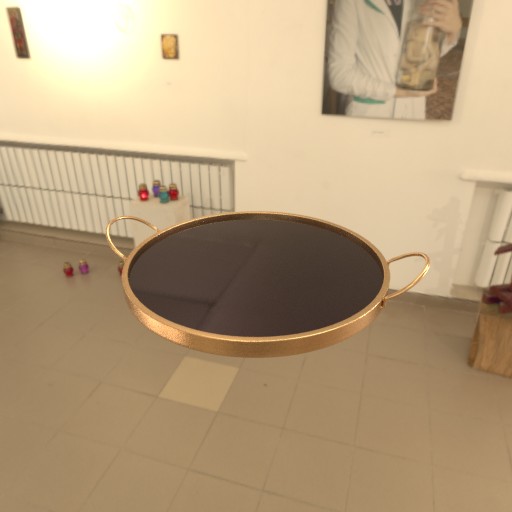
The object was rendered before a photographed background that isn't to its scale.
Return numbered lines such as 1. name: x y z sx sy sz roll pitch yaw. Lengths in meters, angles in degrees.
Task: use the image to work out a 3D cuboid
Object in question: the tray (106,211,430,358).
1. tray: 0.000 0.000 0.745 0.543 0.069 0.438 8 29 15
